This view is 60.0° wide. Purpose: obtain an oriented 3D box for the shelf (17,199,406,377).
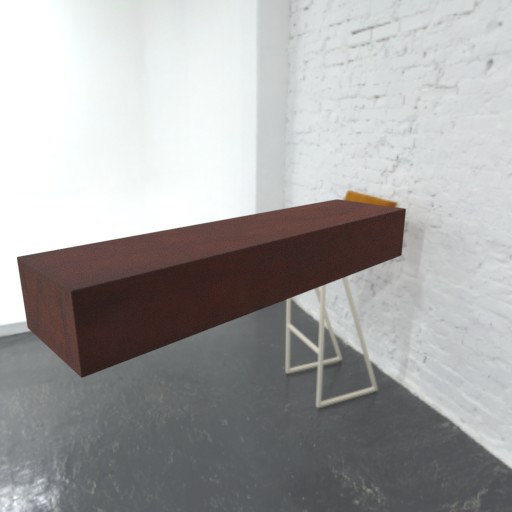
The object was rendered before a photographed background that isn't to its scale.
[{"bbox_3d":[0.000,0.000,0.664,0.607,0.088,0.152,-15,22,-42],"label":"shelf"}]
